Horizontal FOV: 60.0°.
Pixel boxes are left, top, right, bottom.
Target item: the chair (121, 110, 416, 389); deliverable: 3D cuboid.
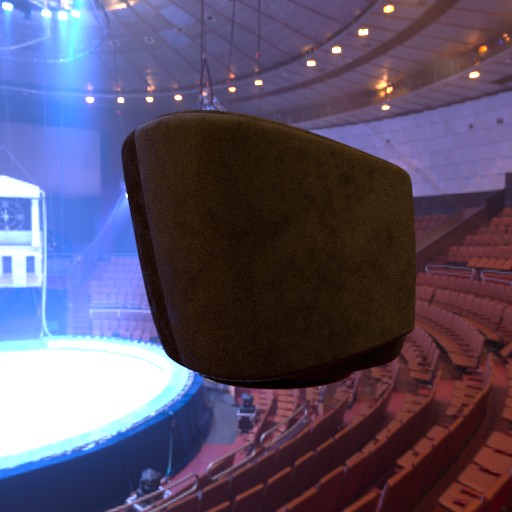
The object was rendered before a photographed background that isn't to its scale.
[{"bbox_3d":[0.000,0.000,1.361,0.767,0.698,0.773,0,0,-36],"label":"chair"}]
